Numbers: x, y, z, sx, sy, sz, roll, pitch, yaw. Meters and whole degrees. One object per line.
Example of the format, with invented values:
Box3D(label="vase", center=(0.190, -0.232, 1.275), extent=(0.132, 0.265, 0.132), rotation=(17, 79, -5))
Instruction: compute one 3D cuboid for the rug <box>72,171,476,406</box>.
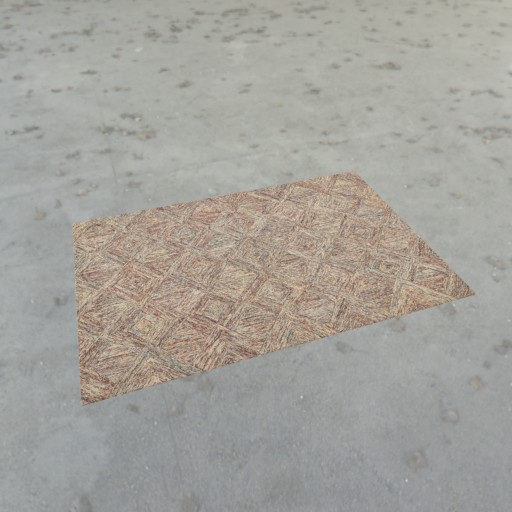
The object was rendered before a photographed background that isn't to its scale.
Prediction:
Box3D(label="rug", center=(0.000, 0.000, 2.942), extent=(2.285, 0.019, 1.523), rotation=(-13, 43, -14))
